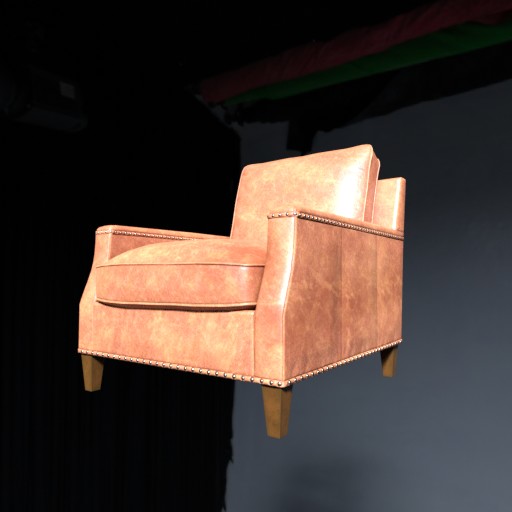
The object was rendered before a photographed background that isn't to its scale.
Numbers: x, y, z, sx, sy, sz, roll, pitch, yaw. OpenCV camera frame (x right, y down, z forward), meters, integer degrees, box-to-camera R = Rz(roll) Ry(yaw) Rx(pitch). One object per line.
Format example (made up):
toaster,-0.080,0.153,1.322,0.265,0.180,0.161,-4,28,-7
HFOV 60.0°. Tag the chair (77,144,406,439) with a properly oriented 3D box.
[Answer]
chair,0.000,0.000,1.696,0.853,0.943,1.014,-2,-3,36
